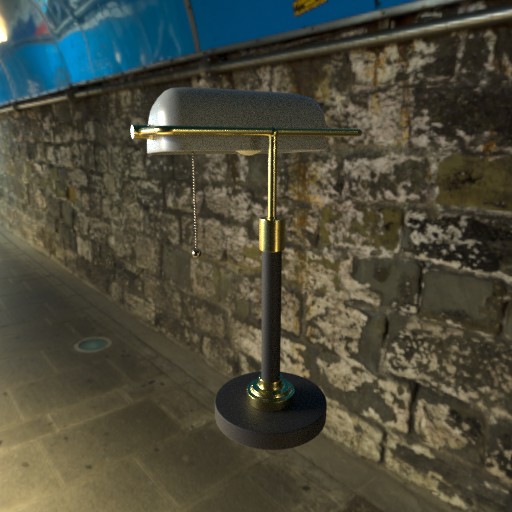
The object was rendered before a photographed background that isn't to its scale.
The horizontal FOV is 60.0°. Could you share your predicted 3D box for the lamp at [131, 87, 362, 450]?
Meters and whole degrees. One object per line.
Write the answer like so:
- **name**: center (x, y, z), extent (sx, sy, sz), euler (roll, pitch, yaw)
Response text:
- **lamp**: center (0.000, 0.000, 0.563), extent (0.269, 0.404, 0.227), euler (-7, 16, -26)
